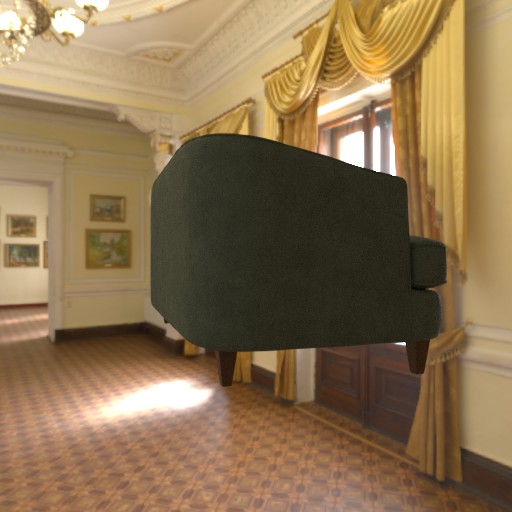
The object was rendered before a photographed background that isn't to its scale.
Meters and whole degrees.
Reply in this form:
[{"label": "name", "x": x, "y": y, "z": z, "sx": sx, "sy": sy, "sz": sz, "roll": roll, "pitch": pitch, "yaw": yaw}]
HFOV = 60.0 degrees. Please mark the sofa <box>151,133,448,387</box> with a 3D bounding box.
[{"label": "sofa", "x": 0.000, "y": 0.000, "z": 2.259, "sx": 0.941, "sy": 0.855, "sz": 1.733, "roll": 0, "pitch": 0, "yaw": -19}]
